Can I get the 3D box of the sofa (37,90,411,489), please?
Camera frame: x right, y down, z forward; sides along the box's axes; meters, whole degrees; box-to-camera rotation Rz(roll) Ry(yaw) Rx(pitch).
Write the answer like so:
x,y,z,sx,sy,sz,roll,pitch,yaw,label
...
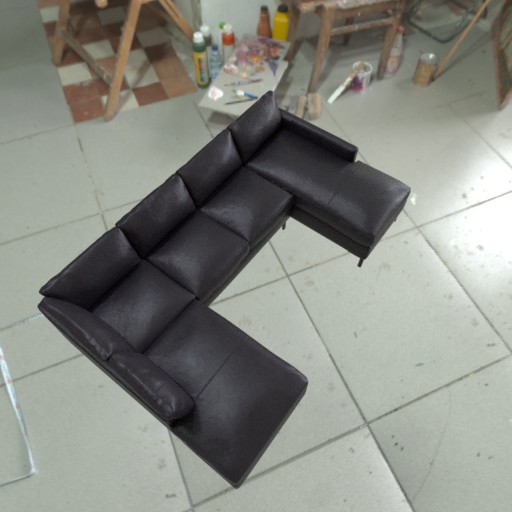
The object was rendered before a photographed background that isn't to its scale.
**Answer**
x,y,z,sx,sy,sz,roll,pitch,yaw,label
0.000,0.000,3.777,1.939,0.900,2.956,33,63,19,sofa
